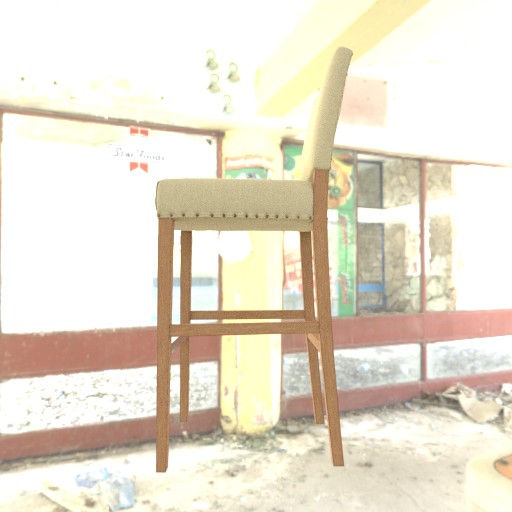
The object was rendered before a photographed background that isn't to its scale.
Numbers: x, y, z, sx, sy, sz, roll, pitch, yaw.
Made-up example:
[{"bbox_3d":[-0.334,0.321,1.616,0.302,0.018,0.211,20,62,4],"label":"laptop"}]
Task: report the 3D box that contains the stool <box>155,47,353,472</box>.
[{"bbox_3d":[0.000,0.000,1.383,0.546,1.143,0.428,0,-2,-1],"label":"stool"}]
